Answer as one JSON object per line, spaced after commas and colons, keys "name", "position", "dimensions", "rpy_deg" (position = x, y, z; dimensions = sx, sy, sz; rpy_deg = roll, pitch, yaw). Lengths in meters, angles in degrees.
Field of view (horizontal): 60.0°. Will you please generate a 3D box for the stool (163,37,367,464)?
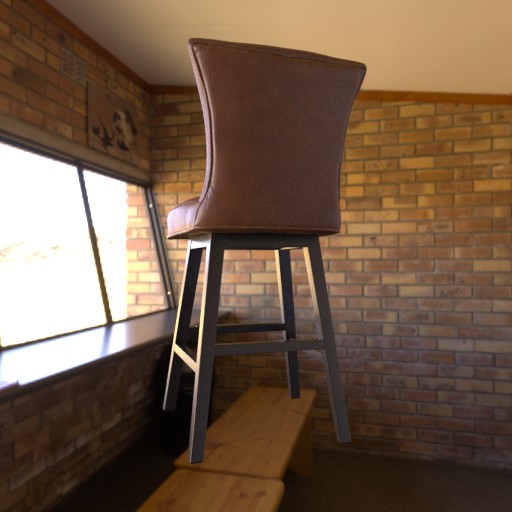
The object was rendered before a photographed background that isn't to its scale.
{"name": "stool", "position": [0.000, 0.000, 1.404], "dimensions": [0.522, 1.094, 0.585], "rpy_deg": [0, -1, -17]}
